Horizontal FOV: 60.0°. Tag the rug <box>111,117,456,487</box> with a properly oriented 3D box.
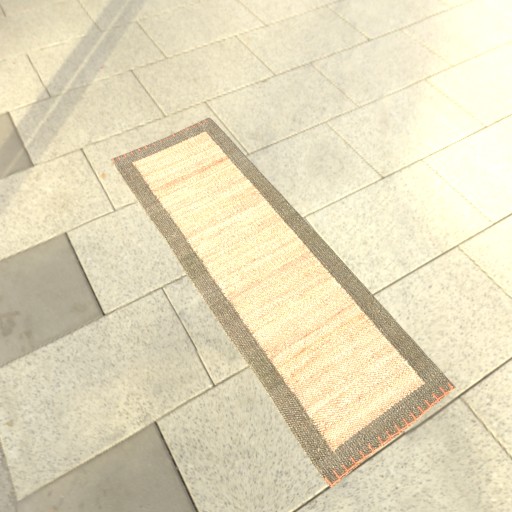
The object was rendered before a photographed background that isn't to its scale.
[{"bbox_3d":[0.000,0.000,2.630,0.810,0.016,2.413,-29,62,-17],"label":"rug"}]
